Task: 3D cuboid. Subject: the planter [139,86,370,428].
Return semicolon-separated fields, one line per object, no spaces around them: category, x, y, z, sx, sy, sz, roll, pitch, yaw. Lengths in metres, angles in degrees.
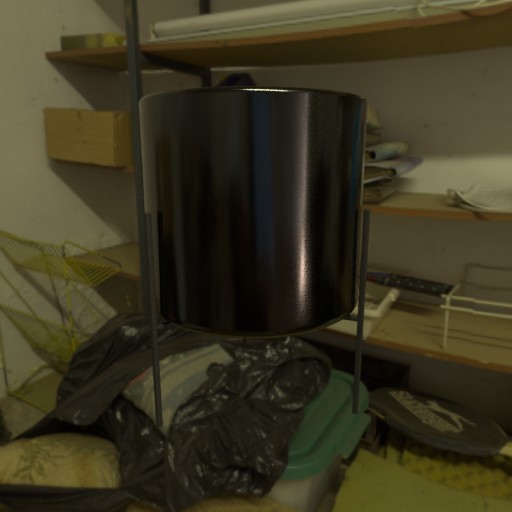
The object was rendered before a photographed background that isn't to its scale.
planter;0.000;0.000;0.651;0.310;0.432;0.310;2;14;8
